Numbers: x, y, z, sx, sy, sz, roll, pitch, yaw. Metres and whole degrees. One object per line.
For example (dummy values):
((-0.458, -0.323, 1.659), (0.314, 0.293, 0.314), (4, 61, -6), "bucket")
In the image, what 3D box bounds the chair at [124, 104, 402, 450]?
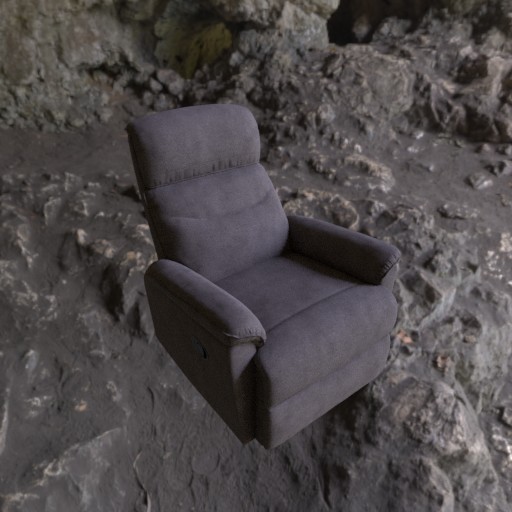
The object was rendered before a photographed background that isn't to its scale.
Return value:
((0.000, 0.000, 1.792), (0.830, 1.036, 1.009), (-21, 36, -32), "chair")
